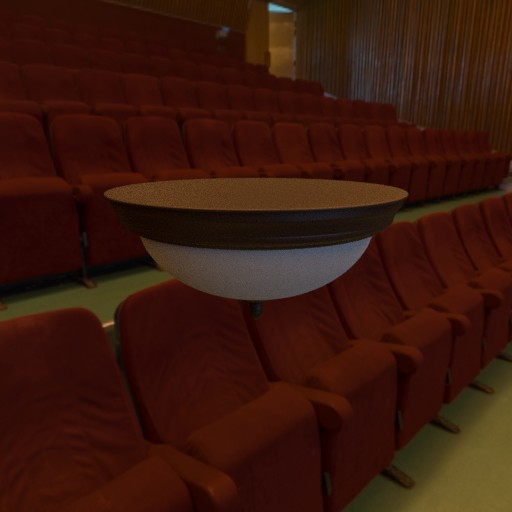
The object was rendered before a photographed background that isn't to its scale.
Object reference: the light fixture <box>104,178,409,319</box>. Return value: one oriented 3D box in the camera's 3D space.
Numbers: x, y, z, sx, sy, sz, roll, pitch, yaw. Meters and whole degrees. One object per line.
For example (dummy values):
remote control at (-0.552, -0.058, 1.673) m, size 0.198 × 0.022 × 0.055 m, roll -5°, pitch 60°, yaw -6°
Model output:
light fixture at (0.000, 0.000, 0.445) m, size 0.280 × 0.135 × 0.280 m, roll 0°, pitch 14°, yaw 0°
